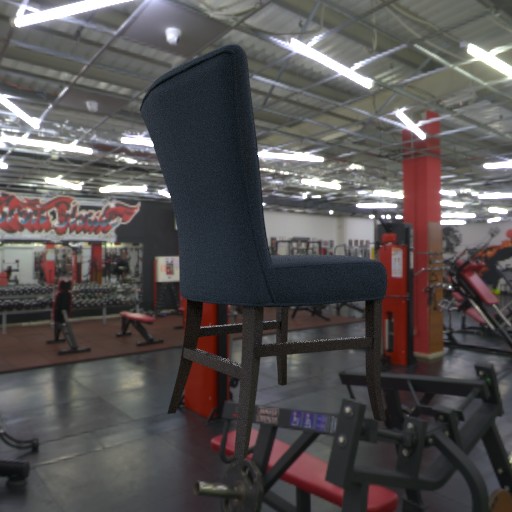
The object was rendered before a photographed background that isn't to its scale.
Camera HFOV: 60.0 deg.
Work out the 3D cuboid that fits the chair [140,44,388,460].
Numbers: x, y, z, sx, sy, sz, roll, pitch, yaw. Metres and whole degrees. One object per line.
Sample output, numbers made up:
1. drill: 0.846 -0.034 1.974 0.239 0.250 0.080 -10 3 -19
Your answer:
1. chair: 0.000 0.000 1.361 0.660 0.991 0.520 0 -1 -36
